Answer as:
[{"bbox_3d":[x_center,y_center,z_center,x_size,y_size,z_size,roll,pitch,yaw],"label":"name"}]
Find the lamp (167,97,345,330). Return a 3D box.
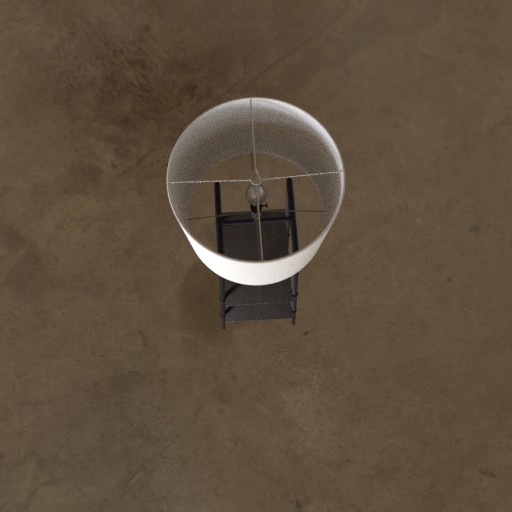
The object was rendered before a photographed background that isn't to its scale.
[{"bbox_3d":[0.000,0.000,1.649,0.384,1.474,0.427,-4,77,-1],"label":"lamp"}]
